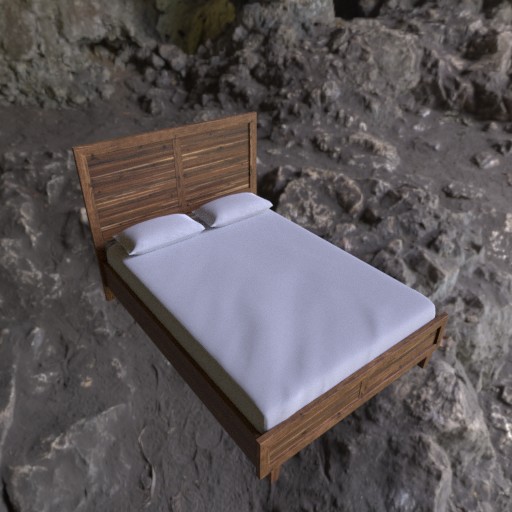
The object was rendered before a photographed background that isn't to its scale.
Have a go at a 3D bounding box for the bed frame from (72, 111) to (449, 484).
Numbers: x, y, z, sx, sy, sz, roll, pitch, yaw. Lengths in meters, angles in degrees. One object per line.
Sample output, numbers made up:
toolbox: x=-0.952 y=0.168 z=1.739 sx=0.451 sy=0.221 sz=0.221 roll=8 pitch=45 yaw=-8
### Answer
bed frame: x=0.000 y=0.000 z=3.328 sx=1.696 sy=1.417 sz=2.276 roll=-22 pitch=38 yaw=-31
